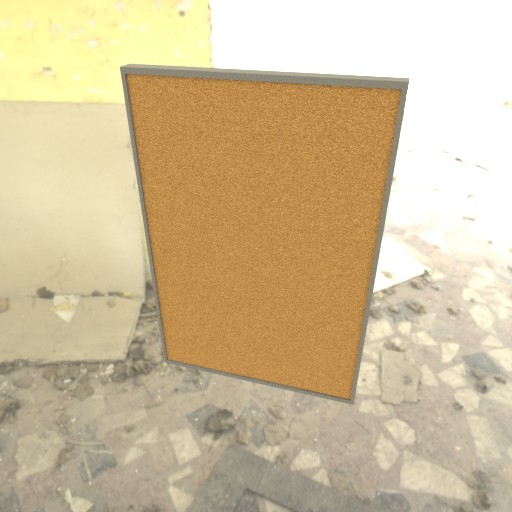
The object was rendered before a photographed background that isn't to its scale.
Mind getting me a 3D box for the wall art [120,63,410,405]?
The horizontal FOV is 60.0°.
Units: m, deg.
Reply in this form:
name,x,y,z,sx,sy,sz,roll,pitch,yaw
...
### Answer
name,x,y,z,sx,sy,sz,roll,pitch,yaw
wall art,0.000,0.000,0.968,0.511,0.753,0.039,9,33,14
